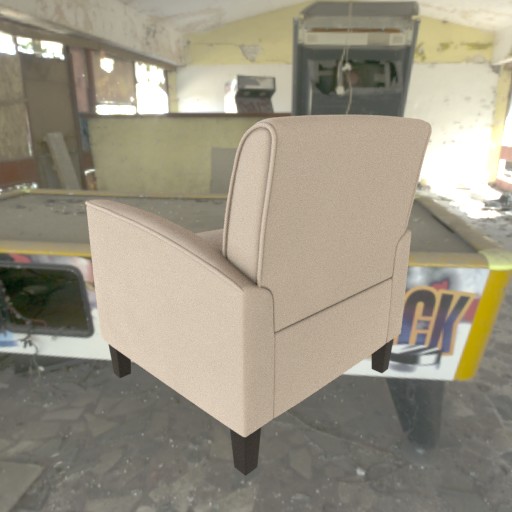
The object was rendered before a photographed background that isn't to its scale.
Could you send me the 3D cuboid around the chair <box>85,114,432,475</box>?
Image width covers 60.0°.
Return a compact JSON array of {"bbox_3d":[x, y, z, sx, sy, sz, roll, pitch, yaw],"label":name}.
[{"bbox_3d":[0.000,0.000,1.519,0.820,0.915,0.820,16,23,42],"label":"chair"}]
